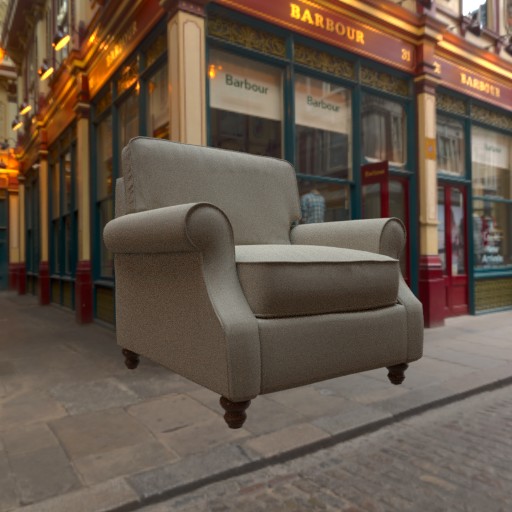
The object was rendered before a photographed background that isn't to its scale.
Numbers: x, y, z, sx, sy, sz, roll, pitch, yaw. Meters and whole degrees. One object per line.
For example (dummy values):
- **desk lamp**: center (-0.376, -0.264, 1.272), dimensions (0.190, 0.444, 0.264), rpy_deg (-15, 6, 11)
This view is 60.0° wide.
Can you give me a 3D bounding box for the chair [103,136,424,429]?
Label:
- **chair**: center (0.000, 0.000, 1.778), dimensions (1.029, 0.967, 0.966), rpy_deg (0, 0, -36)
